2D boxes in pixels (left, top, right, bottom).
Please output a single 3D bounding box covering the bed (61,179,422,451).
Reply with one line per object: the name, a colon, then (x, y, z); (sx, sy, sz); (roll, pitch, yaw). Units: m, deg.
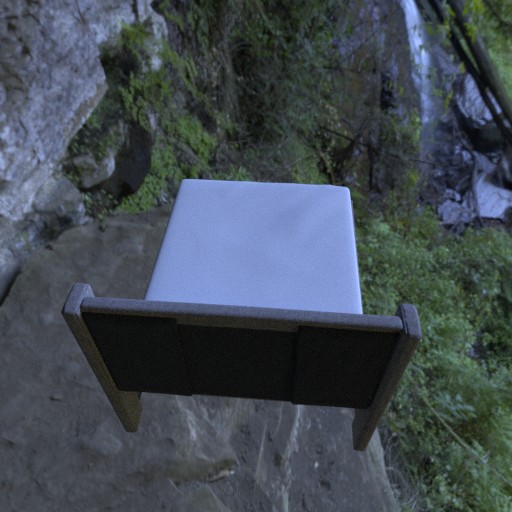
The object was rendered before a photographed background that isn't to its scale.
bed: (0.000, 0.000, 3.366); (1.714, 1.476, 2.245); (3, 47, 3)
